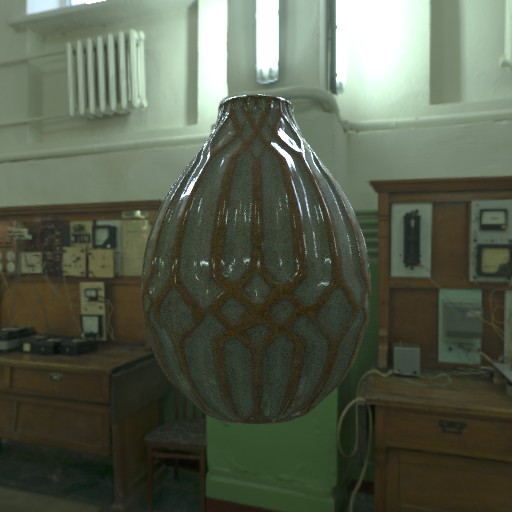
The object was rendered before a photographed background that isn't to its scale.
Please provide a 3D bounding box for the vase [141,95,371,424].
[{"bbox_3d":[0.000,0.000,0.261,0.131,0.175,0.131,0,0,0],"label":"vase"}]
